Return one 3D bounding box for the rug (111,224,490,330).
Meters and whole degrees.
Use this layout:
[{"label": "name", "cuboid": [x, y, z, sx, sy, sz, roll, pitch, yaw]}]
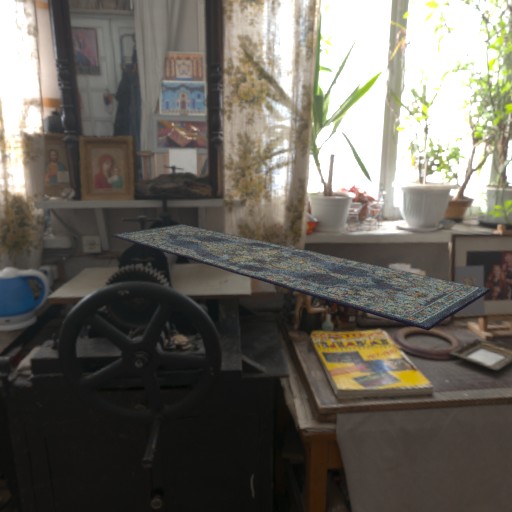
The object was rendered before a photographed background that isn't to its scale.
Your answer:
[{"label": "rug", "cuboid": [0.000, 0.000, 2.498, 0.602, 0.016, 2.283, -13, 19, -43]}]
